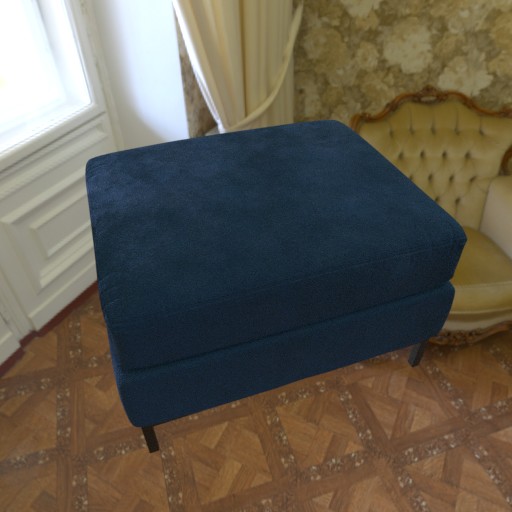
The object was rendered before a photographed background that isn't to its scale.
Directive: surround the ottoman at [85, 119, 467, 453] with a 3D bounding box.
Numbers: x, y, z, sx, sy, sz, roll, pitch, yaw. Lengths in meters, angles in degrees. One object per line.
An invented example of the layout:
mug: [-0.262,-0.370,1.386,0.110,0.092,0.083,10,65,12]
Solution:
ottoman: [0.000,0.000,1.174,0.794,0.485,0.655,-13,43,-15]
